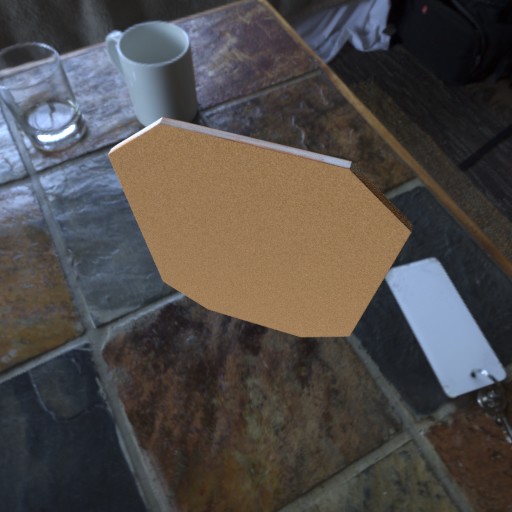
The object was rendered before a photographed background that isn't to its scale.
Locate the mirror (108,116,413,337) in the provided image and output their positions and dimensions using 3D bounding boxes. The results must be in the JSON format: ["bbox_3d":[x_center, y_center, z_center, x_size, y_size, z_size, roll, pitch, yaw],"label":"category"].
[{"bbox_3d":[0.000,0.000,1.318,0.709,1.015,0.061,15,63,8],"label":"mirror"}]
